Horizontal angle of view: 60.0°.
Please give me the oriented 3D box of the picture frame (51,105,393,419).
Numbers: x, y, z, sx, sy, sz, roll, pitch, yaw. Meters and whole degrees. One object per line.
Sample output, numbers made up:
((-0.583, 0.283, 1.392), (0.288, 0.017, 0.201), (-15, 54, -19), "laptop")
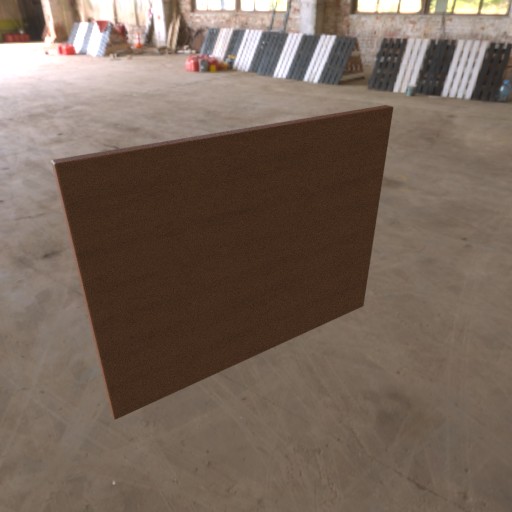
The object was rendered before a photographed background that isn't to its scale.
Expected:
((0.000, 0.000, 1.781), (1.329, 1.018, 0.045), (-18, 35, -28), "picture frame")
